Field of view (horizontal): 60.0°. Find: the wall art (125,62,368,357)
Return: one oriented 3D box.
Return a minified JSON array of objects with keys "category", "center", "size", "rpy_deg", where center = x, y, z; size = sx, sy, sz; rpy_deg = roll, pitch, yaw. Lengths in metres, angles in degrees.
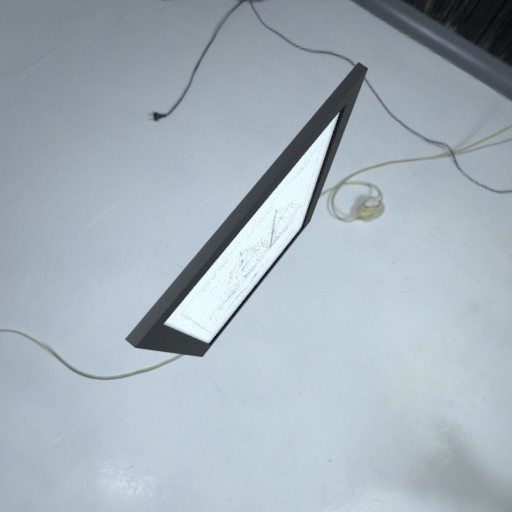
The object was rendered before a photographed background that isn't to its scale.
[{"category":"wall art","center":[0.000,0.000,0.608],"size":[0.011,0.459,0.326],"rpy_deg":[37,79,8]}]
